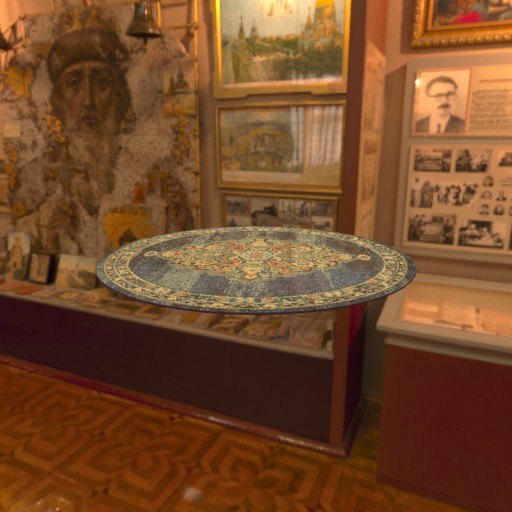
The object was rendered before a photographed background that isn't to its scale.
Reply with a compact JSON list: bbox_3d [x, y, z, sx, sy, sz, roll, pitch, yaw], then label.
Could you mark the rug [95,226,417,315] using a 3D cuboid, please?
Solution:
[{"bbox_3d":[0.000,0.000,2.326,1.591,0.010,1.591,0,15,0],"label":"rug"}]
